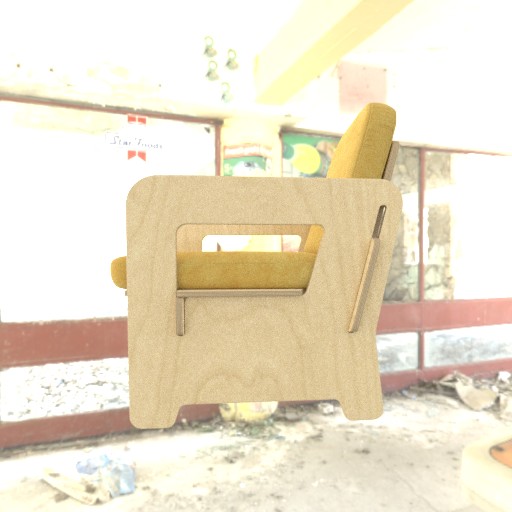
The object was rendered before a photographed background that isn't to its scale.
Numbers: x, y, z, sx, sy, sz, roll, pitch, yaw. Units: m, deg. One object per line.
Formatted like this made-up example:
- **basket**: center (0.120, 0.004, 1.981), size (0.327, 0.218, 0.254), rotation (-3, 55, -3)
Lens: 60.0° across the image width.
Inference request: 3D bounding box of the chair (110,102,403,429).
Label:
- **chair**: center (0.000, 0.000, 1.281), size (0.710, 0.800, 0.590), rotation (0, 0, -1)
